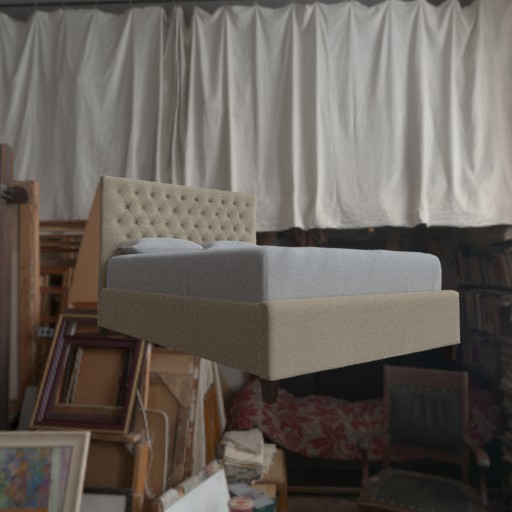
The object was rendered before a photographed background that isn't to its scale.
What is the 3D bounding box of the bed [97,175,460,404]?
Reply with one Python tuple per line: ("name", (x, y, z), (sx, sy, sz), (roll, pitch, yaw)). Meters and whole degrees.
("bed", (0.000, 0.000, 3.449), (1.698, 1.427, 2.387), (1, -2, -37))
